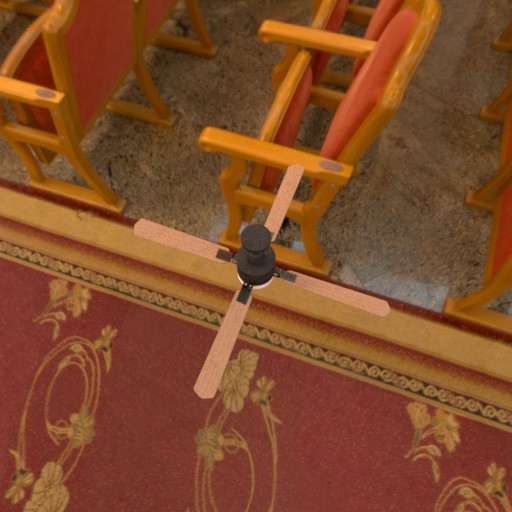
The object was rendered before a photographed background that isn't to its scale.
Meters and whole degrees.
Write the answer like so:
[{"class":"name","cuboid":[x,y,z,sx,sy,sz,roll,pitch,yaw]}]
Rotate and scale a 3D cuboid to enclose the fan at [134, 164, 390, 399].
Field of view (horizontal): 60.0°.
[{"class":"fan","cuboid":[0.000,0.000,2.059,1.320,0.355,1.320,18,64,9]}]
